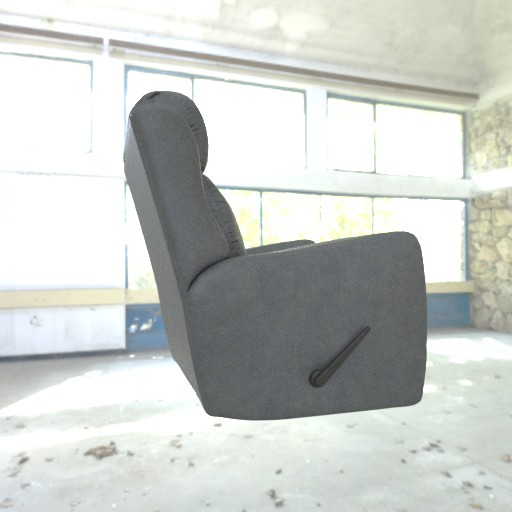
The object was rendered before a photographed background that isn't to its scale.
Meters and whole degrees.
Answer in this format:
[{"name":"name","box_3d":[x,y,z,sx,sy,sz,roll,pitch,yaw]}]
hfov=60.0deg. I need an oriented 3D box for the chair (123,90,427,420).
[{"name":"chair","box_3d":[0.000,0.000,1.874,1.068,1.116,0.967,0,-1,-18]}]
